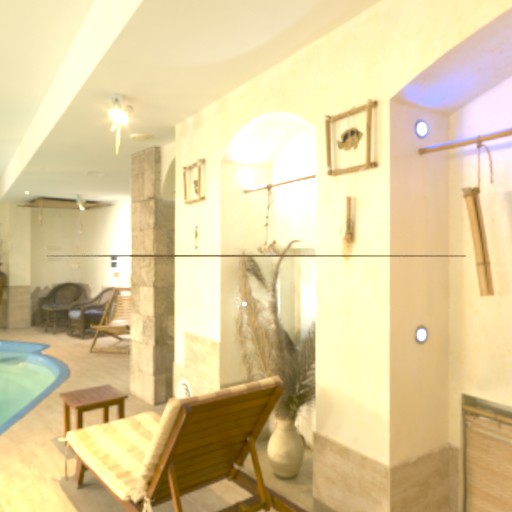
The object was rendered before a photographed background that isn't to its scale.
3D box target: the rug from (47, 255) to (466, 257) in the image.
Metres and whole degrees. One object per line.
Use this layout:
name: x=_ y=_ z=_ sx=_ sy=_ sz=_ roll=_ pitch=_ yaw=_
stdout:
rug: x=0.000 y=0.000 z=2.898 sx=2.235 sy=0.008 sz=1.600 roll=0 pitch=0 yaw=-35
